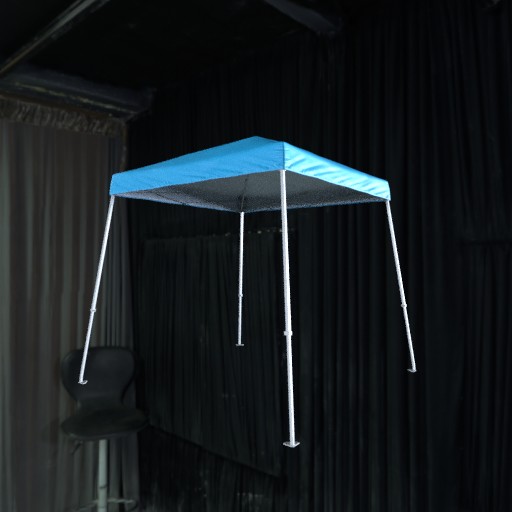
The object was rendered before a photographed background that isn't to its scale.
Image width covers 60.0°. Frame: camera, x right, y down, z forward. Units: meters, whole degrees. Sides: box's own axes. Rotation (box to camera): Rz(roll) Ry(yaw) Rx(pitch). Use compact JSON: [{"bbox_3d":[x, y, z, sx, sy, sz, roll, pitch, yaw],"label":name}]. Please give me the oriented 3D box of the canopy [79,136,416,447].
[{"bbox_3d":[0.000,0.000,5.264,2.848,2.849,2.849,0,-1,37],"label":"canopy"}]
